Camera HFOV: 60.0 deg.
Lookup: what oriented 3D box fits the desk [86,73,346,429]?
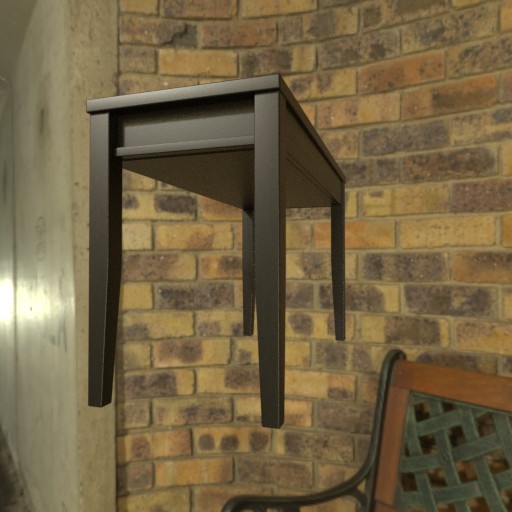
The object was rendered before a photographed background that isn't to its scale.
[{"bbox_3d":[0.000,0.000,1.615,0.508,0.775,1.220,0,-1,18],"label":"desk"}]
